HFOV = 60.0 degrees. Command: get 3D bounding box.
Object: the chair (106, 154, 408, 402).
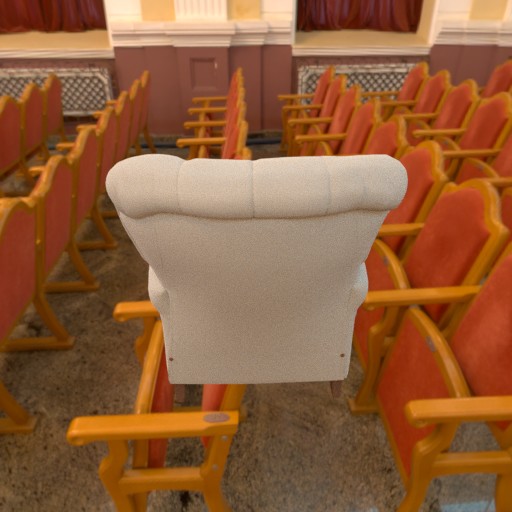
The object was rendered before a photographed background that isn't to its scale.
[{"bbox_3d":[0.000,0.000,2.135,1.090,1.217,1.128,-1,31,-2],"label":"chair"}]
